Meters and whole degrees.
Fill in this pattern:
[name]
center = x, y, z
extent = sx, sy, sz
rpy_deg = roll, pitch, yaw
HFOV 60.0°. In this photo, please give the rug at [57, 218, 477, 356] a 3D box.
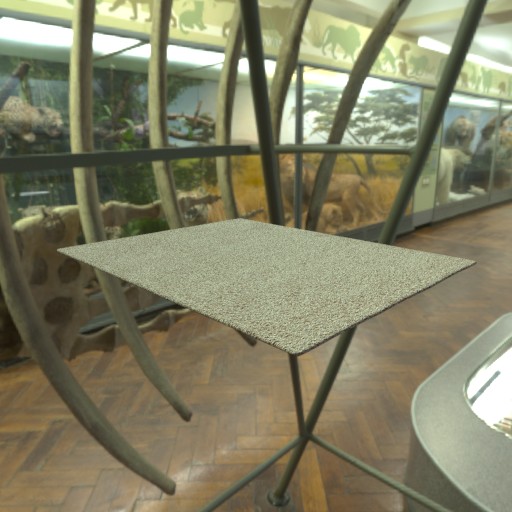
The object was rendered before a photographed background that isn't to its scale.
[rug]
center = 0.000, 0.000, 4.083
extent = 2.438, 0.029, 3.047
rpy_deg = -14, 21, -43
